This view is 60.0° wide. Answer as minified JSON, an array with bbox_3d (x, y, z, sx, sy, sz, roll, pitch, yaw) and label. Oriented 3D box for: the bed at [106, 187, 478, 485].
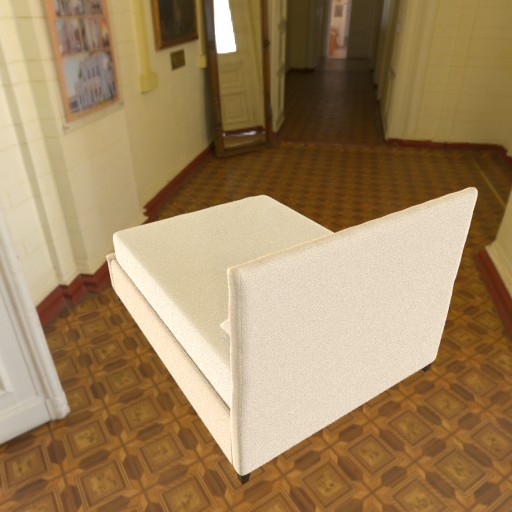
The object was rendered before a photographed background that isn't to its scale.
[{"bbox_3d":[0.000,0.000,3.327,1.696,1.426,2.233,-18,35,-29],"label":"bed"}]
